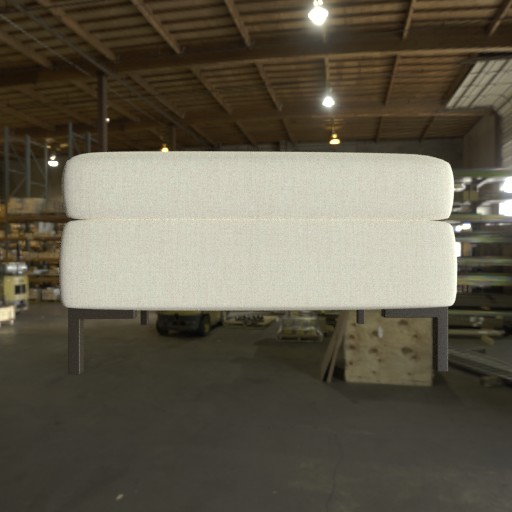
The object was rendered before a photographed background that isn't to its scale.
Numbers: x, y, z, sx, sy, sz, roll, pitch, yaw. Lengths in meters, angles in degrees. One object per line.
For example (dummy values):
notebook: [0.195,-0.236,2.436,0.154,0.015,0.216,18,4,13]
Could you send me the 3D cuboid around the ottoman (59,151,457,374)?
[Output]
ottoman: [0.000,0.000,1.167,0.794,0.453,0.657,0,0,-2]
